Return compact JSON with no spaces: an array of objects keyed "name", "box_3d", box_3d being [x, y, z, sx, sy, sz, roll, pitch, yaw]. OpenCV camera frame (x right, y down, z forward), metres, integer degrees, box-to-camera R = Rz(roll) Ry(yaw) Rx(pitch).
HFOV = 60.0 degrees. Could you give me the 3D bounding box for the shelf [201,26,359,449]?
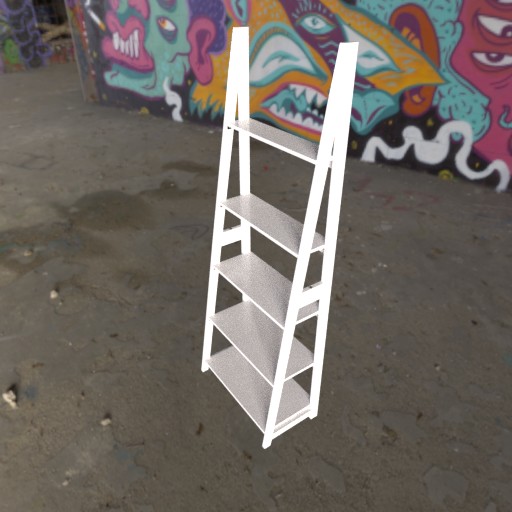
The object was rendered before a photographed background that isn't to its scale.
[{"name":"shelf","box_3d":[0.000,0.000,1.993,0.341,1.779,0.636,-21,38,-29]}]
